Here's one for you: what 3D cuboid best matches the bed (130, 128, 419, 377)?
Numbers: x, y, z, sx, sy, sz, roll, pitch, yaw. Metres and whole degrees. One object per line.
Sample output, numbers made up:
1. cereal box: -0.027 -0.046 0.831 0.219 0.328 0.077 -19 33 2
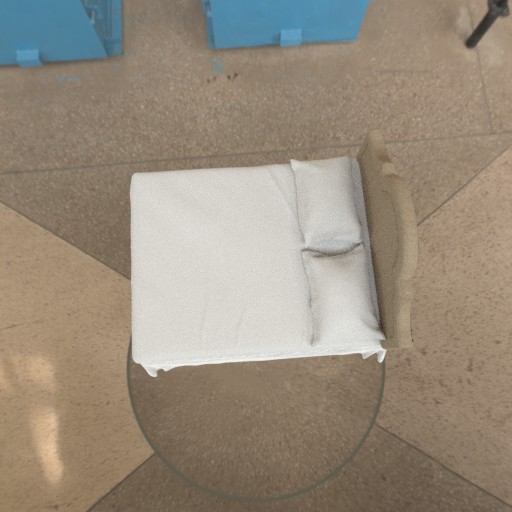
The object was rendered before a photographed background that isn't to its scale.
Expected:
1. bed: 0.000 0.000 3.475 2.222 1.634 1.780 -4 77 -1
